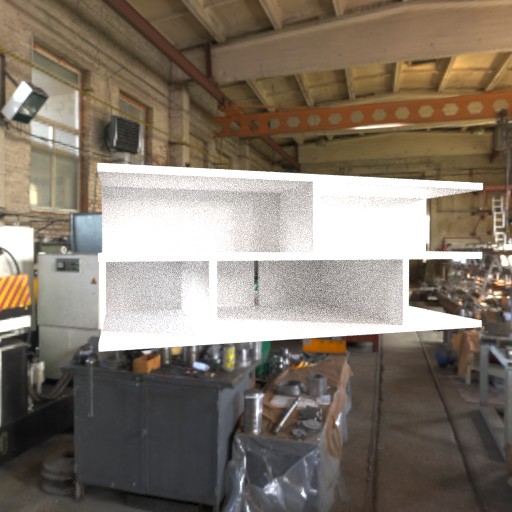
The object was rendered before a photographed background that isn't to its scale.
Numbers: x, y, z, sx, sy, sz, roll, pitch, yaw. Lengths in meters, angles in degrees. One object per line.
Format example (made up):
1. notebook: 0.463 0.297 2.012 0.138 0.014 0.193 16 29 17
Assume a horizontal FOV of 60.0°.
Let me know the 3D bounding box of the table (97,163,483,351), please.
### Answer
1. table: 0.000 0.000 1.089 0.700 0.289 0.700 0 1 -17
